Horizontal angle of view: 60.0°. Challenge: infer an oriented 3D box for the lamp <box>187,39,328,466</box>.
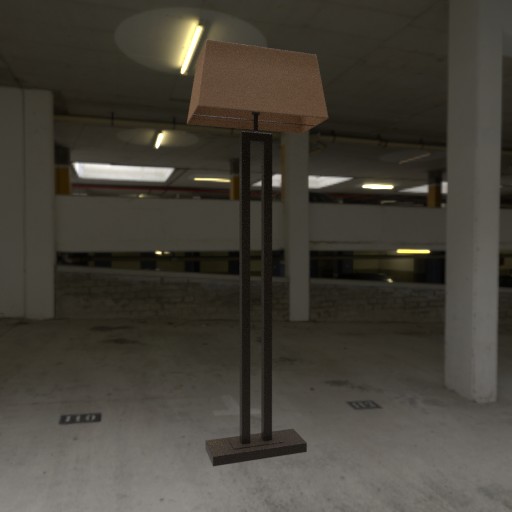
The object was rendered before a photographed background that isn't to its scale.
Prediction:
[{"bbox_3d":[0.000,0.000,1.650,0.475,1.469,0.233,-1,2,-18],"label":"lamp"}]
